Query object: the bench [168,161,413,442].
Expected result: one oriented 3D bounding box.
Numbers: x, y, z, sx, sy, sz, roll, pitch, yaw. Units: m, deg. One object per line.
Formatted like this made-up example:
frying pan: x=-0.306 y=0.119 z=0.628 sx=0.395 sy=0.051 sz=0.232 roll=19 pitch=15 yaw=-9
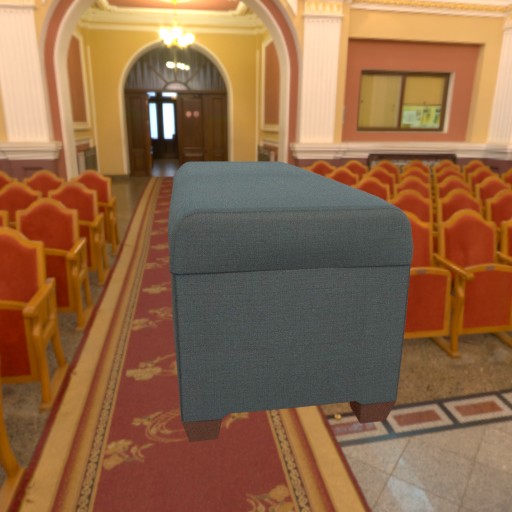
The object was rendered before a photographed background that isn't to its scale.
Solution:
bench: x=0.000 y=0.000 z=1.278 sx=0.476 sy=0.474 sz=0.995 roll=-3 pitch=17 yaw=-9
